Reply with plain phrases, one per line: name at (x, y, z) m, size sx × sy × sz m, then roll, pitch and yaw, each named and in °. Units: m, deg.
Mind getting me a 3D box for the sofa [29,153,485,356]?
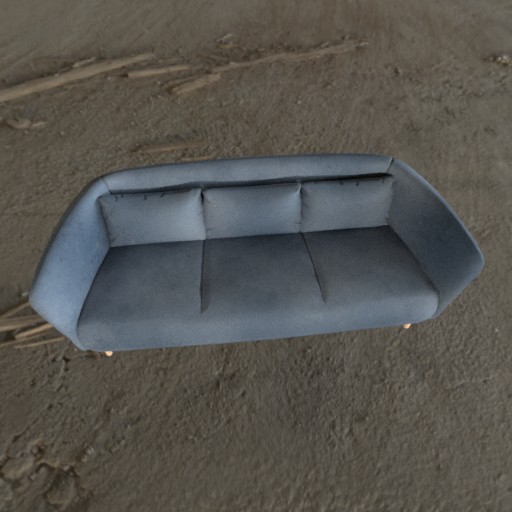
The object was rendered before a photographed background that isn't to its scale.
sofa at (0.000, 0.000, 2.476) m, size 2.095 × 0.795 × 0.849 m, roll -4°, pitch 47°, yaw -4°
